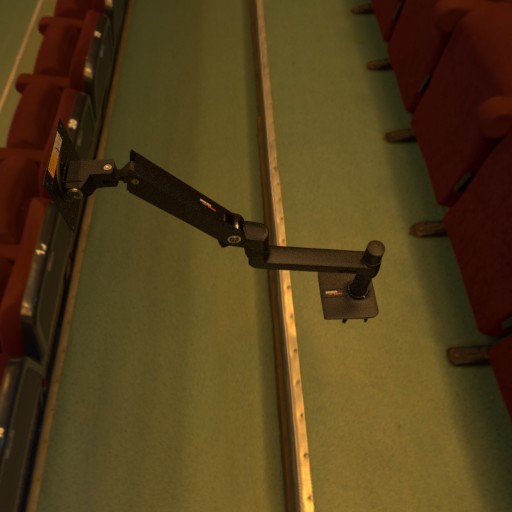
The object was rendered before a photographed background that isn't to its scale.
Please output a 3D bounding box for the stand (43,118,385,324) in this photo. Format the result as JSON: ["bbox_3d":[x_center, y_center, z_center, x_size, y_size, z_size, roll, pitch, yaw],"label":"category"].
[{"bbox_3d":[0.000,0.000,1.015,0.650,0.713,0.152,-3,59,-2],"label":"stand"}]
